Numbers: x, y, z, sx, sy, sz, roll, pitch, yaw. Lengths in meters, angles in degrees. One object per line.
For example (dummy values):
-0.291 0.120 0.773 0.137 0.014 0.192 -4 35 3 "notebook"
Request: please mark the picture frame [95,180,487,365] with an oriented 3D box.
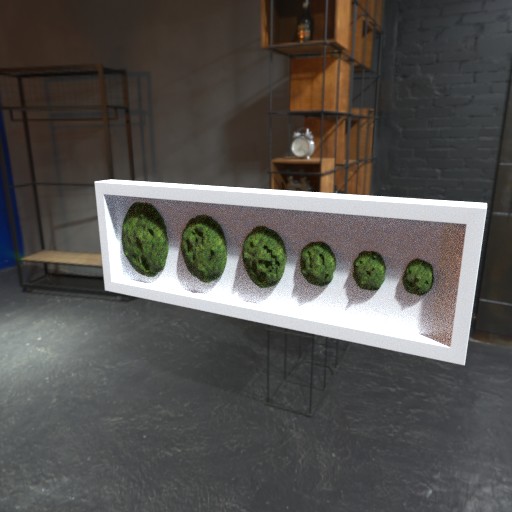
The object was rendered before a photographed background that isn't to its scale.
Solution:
0.000 0.000 0.849 0.759 0.250 0.050 8 17 26 "picture frame"
